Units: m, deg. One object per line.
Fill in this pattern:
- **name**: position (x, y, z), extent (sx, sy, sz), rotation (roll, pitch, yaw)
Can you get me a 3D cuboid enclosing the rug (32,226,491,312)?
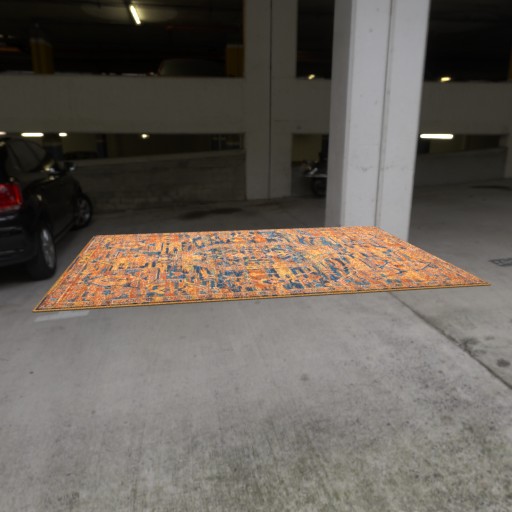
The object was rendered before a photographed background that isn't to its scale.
- **rug**: position (0.000, 0.000, 2.212), extent (1.758, 0.013, 1.148), rotation (-3, 16, -9)
